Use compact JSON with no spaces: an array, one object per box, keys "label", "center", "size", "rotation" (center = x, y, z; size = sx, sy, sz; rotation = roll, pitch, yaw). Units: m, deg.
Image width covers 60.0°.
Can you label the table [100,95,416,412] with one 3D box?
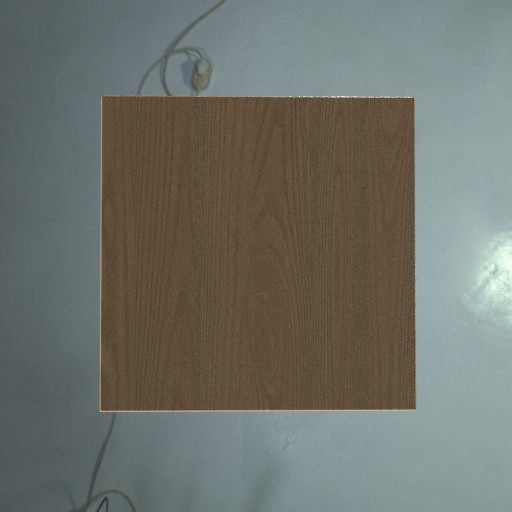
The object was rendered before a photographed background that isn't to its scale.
[{"label":"table","center":[0.000,0.000,0.837],"size":[0.400,0.550,0.400],"rotation":[0,89,-1]}]
